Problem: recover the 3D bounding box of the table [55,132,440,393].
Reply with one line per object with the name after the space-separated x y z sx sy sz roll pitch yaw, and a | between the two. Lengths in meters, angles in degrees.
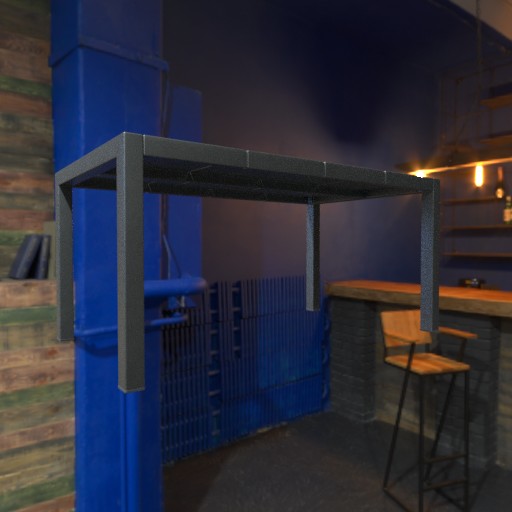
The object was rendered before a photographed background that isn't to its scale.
0.000 0.000 1.282 0.965 0.460 0.559 -1 2 -36 | table
